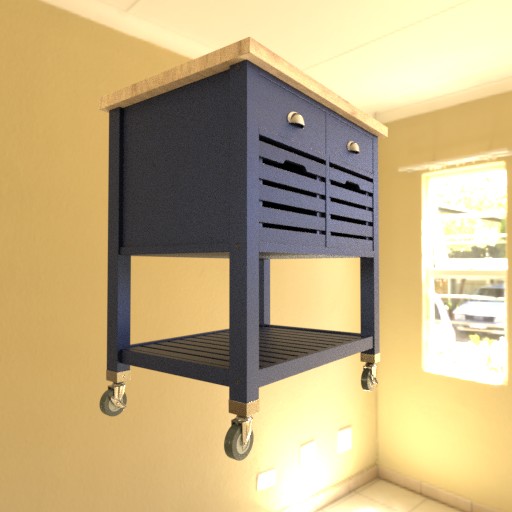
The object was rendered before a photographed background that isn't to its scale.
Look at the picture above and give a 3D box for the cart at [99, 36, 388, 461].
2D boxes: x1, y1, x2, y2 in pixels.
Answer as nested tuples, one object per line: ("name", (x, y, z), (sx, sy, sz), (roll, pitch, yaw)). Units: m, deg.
("cart", (0.000, 0.000, 1.421), (0.567, 0.920, 0.797), (-1, -2, 38))
